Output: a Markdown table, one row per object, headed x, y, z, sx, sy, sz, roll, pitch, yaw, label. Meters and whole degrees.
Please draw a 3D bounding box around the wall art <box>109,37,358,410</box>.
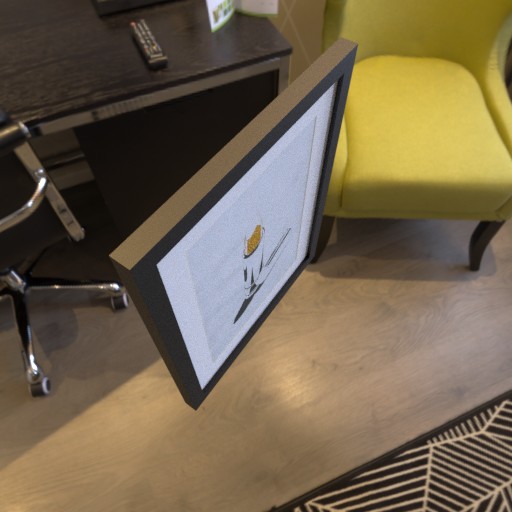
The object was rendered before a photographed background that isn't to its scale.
| x | y | z | sx | sy | sz | roll | pitch | yaw | label |
| --- | --- | --- | --- | --- | --- | --- | --- | --- | --- |
| 0.000 | 0.000 | 0.766 | 0.029 | 0.559 | 0.457 | 31 | 63 | 18 | wall art |
